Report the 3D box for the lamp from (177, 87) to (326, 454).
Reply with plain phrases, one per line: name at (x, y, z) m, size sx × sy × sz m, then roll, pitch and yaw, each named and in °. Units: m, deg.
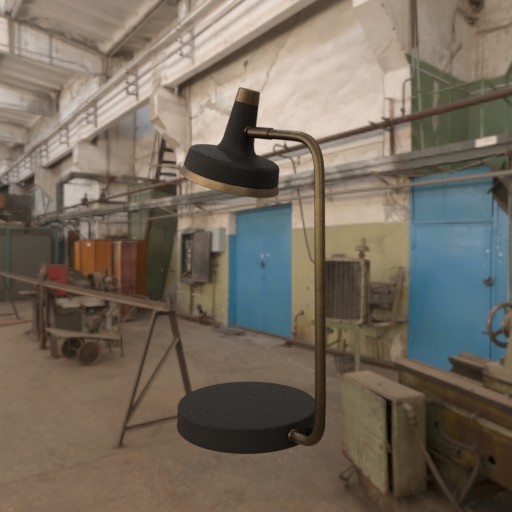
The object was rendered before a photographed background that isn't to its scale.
lamp at (0.000, 0.000, 0.496) m, size 0.162 × 0.385 × 0.218 m, roll 0°, pitch 1°, yaw -35°
